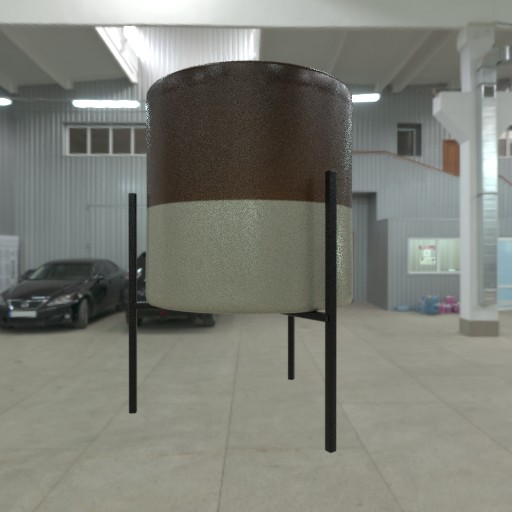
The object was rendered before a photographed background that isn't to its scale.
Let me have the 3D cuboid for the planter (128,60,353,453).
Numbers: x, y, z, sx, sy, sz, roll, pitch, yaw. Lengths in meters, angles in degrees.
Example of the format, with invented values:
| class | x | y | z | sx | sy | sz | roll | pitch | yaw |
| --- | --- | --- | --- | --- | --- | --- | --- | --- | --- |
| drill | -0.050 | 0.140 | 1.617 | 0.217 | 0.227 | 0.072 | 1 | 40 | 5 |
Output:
| class | x | y | z | sx | sy | sz | roll | pitch | yaw |
| --- | --- | --- | --- | --- | --- | --- | --- | --- | --- |
| planter | 0.000 | 0.000 | 0.535 | 0.255 | 0.375 | 0.269 | 0 | 0 | -36 |
